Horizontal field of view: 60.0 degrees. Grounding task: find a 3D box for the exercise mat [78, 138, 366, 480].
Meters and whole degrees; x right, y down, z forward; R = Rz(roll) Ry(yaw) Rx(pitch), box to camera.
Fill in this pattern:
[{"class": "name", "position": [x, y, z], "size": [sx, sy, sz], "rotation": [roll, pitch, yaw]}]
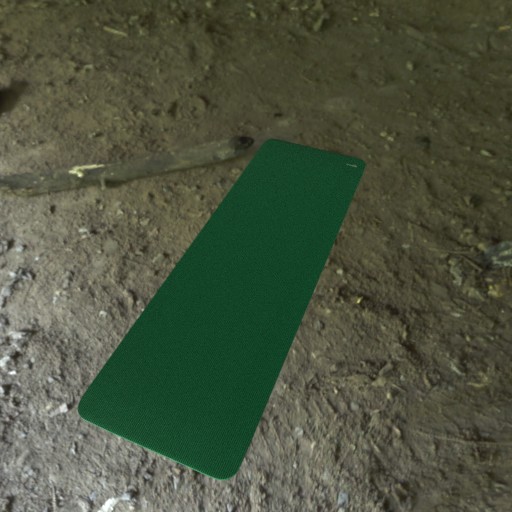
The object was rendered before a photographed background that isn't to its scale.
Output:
[{"class": "exercise mat", "position": [0.000, 0.000, 2.044], "size": [0.616, 0.021, 1.869], "rotation": [17, 50, 15]}]
